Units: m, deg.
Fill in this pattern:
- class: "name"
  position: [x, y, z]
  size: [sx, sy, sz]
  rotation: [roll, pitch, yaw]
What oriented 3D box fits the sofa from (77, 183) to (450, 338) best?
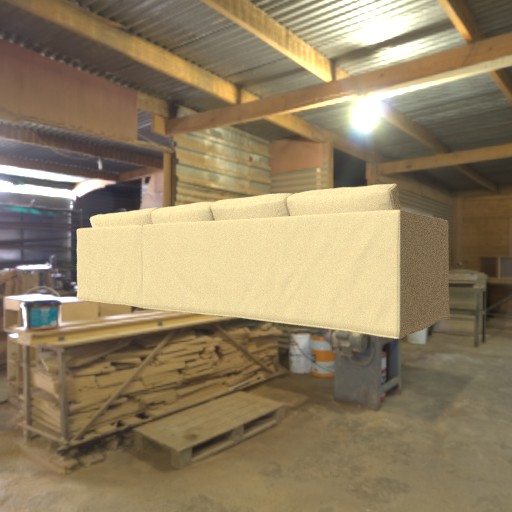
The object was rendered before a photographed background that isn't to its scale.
- class: "sofa"
  position: [0.000, 0.000, 3.937]
  size: [3.206, 0.871, 1.622]
  rotation: [0, 1, 38]
